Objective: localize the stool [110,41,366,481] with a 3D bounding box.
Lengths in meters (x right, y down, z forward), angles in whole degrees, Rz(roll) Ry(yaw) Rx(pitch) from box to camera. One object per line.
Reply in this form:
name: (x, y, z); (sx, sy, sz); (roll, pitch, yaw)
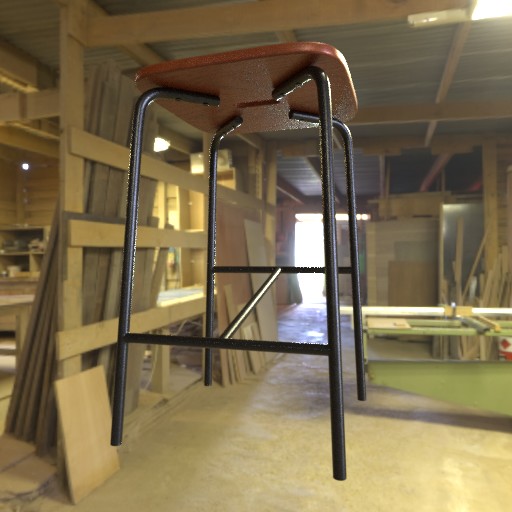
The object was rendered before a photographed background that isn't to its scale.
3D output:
stool: (0.000, 0.000, 0.833); (0.376, 0.610, 0.376); (0, -1, 18)
